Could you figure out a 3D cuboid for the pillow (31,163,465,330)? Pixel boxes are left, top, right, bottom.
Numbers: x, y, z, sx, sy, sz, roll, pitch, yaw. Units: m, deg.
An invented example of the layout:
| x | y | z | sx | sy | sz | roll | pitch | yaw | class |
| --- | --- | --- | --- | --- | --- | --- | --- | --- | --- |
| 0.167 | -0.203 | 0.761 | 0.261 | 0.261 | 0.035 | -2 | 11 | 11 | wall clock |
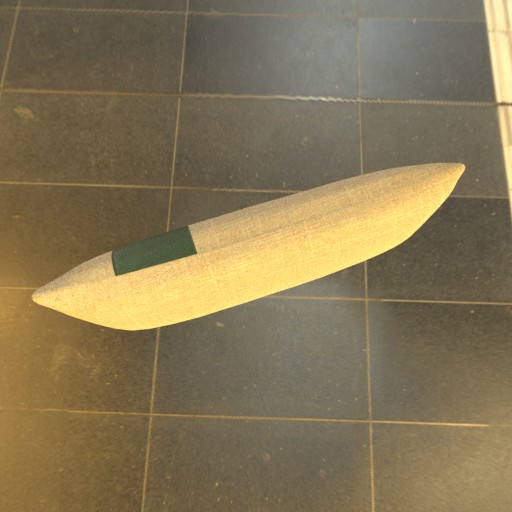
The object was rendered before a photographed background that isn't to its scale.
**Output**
| x | y | z | sx | sy | sz | roll | pitch | yaw | class |
| --- | --- | --- | --- | --- | --- | --- | --- | --- | --- |
| 0.000 | 0.000 | 1.040 | 0.859 | 0.429 | 0.197 | -17 | 75 | -5 | pillow |
